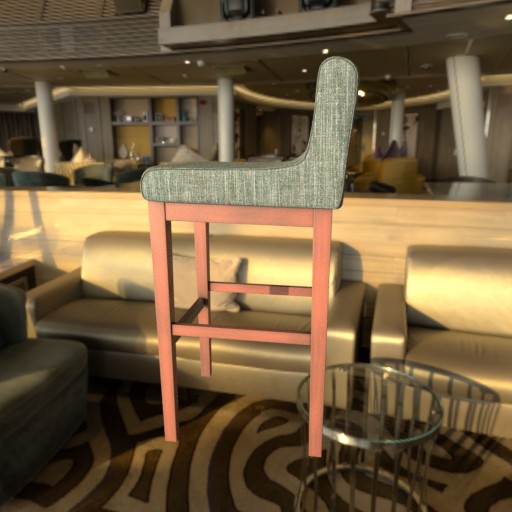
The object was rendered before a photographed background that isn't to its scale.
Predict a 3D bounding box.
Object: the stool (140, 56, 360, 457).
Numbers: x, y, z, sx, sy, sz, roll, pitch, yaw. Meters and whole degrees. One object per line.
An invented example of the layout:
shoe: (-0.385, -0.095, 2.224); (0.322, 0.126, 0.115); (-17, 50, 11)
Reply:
stool: (0.000, 0.000, 1.243); (0.499, 0.965, 0.426); (2, 14, 9)
